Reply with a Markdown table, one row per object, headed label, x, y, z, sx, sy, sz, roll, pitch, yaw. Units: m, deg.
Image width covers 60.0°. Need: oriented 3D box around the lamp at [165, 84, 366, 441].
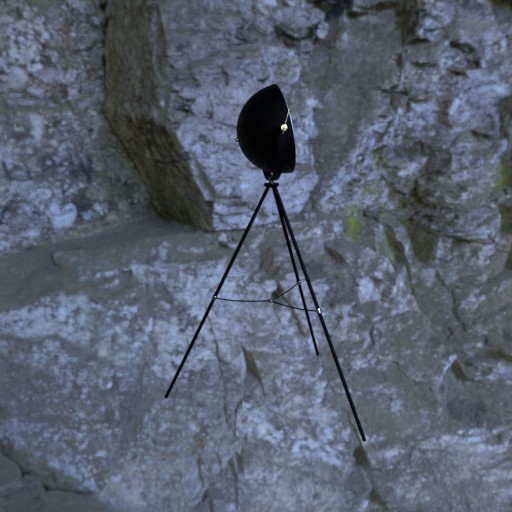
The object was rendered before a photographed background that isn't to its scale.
| label | x | y | z | sx | sy | sz | roll | pitch | yaw |
| --- | --- | --- | --- | --- | --- | --- | --- | --- | --- |
| lamp | 0.000 | 0.000 | 2.069 | 0.920 | 1.512 | 0.817 | -3 | 15 | -9 |
